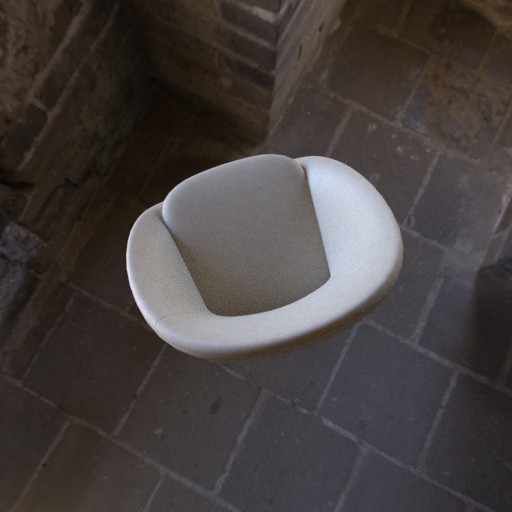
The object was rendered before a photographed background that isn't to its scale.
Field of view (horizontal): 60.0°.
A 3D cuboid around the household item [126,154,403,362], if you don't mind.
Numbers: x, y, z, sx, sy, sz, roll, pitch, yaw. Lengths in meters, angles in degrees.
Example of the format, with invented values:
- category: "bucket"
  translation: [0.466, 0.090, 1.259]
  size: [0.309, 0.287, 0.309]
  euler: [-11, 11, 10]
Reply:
- category: "household item"
  translation: [0.000, 0.000, 1.251]
  size: [0.623, 0.852, 0.573]
  euler: [-19, 77, -5]
